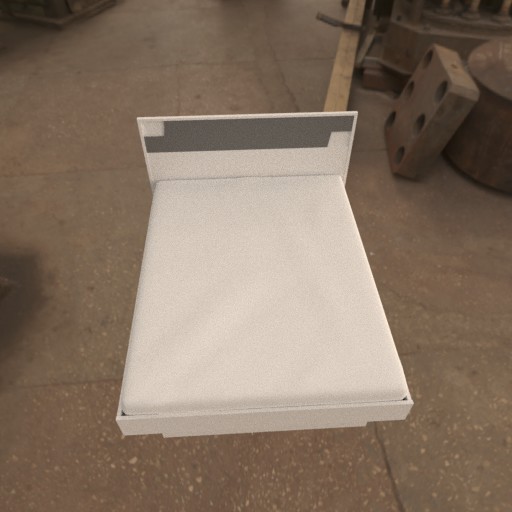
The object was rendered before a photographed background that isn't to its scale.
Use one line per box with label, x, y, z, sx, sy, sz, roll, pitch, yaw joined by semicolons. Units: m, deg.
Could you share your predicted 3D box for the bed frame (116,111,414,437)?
bed frame;0.000;0.000;3.078;1.711;1.001;2.100;-2;46;-2
